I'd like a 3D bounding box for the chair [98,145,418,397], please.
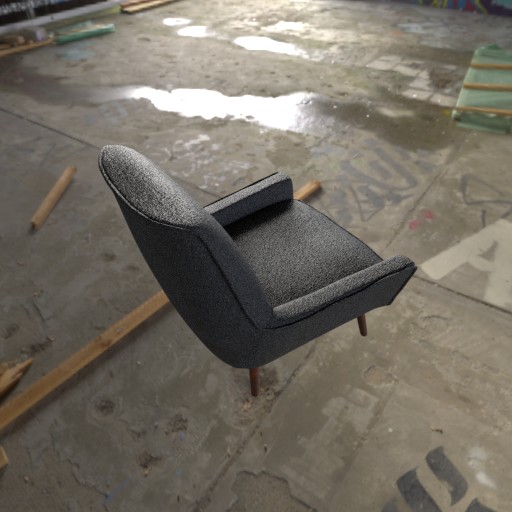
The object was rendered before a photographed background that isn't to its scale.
[{"bbox_3d":[0.000,0.000,1.570,0.859,0.883,0.763,-25,47,-26],"label":"chair"}]
